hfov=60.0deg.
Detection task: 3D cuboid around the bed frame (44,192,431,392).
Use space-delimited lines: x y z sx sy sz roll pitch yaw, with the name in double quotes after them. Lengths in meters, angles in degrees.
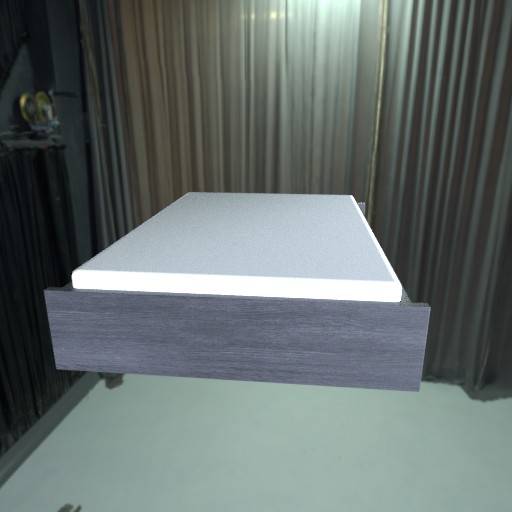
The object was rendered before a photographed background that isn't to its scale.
0.000 0.000 2.655 1.490 0.432 1.950 2 18 6 "bed frame"
